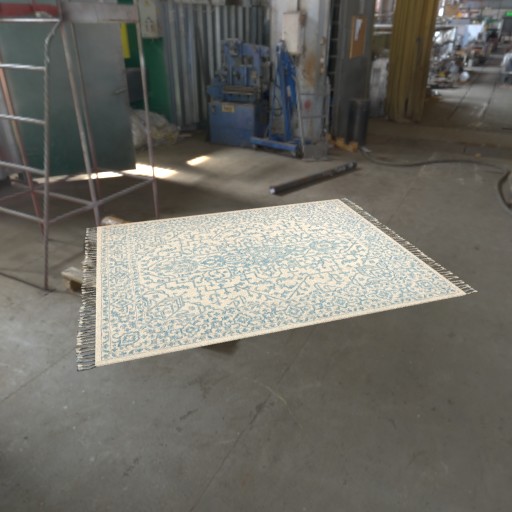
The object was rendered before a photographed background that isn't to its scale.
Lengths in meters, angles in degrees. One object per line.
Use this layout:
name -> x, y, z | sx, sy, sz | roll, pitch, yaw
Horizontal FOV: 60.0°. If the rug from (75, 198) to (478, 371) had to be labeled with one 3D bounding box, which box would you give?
rug -> 0.000, 0.000, 4.445 | 3.327, 0.010, 2.464 | -8, 29, -15
